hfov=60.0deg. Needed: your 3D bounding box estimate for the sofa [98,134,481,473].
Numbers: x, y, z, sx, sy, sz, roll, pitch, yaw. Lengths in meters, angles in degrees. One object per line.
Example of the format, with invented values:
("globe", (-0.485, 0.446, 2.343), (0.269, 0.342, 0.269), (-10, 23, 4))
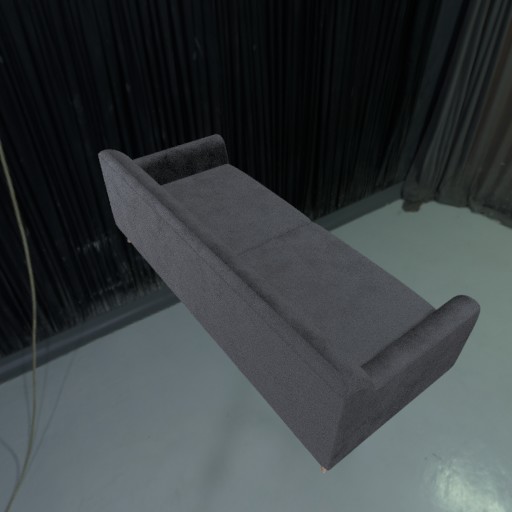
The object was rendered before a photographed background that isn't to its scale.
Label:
("sofa", (0.000, 0.000, 2.567), (0.900, 0.740, 2.190), (-26, 47, -27))
